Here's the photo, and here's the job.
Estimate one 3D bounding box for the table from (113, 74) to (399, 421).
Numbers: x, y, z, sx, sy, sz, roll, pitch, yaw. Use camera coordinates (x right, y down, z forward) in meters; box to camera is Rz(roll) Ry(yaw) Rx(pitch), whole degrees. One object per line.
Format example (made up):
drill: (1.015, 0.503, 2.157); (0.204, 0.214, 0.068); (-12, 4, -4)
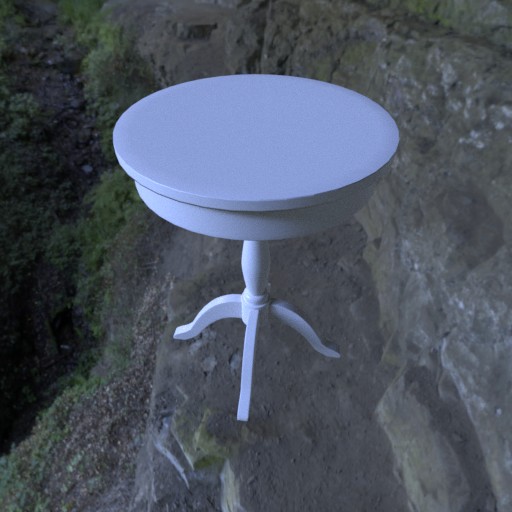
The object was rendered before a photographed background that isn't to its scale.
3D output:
table: (0.000, 0.000, 1.029); (0.513, 0.653, 0.513); (0, 41, 0)
